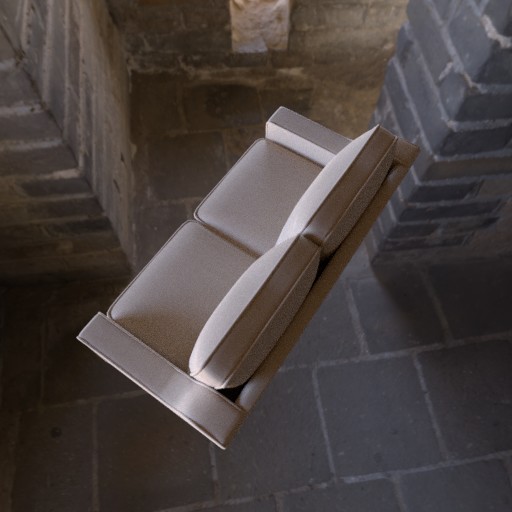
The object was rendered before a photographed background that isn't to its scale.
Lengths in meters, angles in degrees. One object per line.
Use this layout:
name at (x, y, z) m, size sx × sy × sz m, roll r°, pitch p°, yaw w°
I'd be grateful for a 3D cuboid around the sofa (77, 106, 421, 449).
sofa at (0.000, 0.000, 3.533) m, size 1.351 × 1.562 × 2.587 m, roll 31°, pitch 67°, yaw 15°
